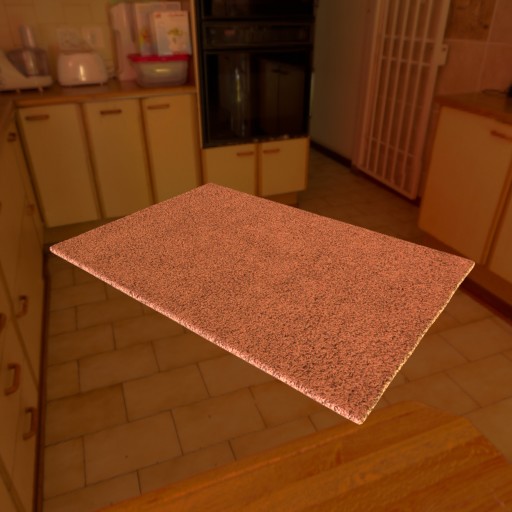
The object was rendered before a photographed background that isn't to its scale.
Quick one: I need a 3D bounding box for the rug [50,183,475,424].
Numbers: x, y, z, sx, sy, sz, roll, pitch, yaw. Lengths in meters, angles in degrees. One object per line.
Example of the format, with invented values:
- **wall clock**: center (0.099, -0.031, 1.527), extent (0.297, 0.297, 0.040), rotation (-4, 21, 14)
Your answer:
- **rug**: center (0.000, 0.000, 2.235), extent (1.778, 0.030, 1.219), rotation (21, 36, 33)
